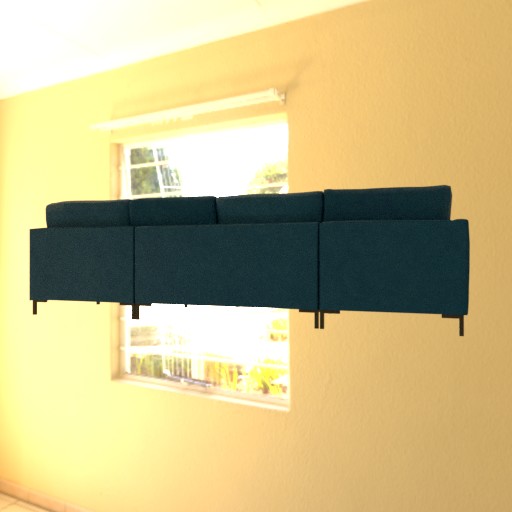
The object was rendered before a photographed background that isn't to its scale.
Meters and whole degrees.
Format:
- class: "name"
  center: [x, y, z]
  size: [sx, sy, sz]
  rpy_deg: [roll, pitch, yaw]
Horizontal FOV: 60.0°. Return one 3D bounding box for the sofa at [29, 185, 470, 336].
- class: "sofa"
  center: [0.000, 0.000, 4.209]
  size: [3.434, 0.992, 2.055]
  rpy_deg: [0, 0, 18]
